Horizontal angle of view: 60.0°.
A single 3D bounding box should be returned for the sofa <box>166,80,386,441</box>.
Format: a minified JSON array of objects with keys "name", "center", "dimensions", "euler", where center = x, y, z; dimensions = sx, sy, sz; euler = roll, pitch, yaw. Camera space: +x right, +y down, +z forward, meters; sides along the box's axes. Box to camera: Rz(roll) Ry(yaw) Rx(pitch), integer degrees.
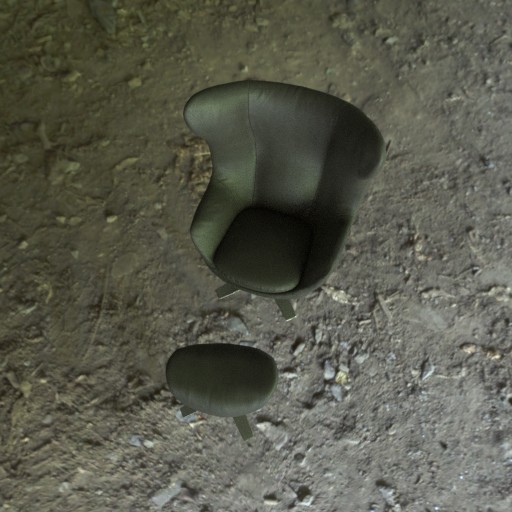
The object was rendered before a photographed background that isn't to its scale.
[{"name":"sofa","center":[0.000,0.000,2.143],"dimensions":[0.894,1.135,1.444],"euler":[17,60,10]}]
